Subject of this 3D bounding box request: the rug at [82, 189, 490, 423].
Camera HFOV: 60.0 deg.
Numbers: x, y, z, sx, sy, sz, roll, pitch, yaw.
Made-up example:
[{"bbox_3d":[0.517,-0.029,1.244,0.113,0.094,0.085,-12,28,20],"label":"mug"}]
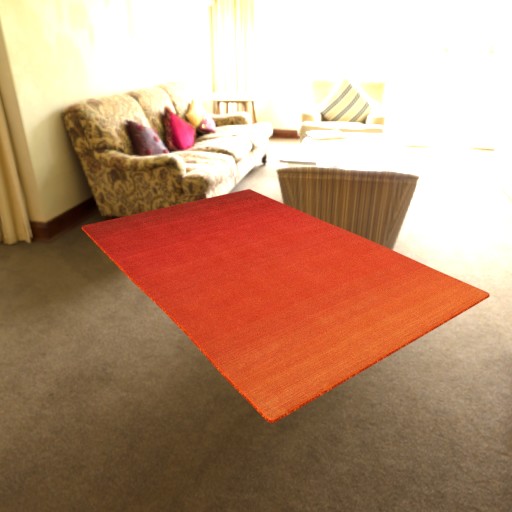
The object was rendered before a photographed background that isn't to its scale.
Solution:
[{"bbox_3d":[0.000,0.000,2.283,1.230,0.018,1.835,-18,32,-32],"label":"rug"}]
